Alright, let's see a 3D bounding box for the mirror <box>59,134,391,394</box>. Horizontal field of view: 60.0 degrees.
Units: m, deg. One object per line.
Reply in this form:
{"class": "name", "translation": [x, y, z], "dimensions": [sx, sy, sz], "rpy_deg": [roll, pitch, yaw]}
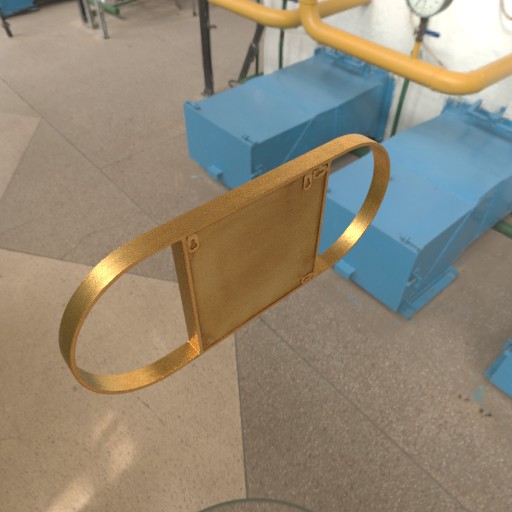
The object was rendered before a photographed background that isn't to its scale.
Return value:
{"class": "mirror", "translation": [0.000, 0.000, 0.661], "dimensions": [0.584, 0.254, 0.032], "rpy_deg": [-31, 53, -27]}
